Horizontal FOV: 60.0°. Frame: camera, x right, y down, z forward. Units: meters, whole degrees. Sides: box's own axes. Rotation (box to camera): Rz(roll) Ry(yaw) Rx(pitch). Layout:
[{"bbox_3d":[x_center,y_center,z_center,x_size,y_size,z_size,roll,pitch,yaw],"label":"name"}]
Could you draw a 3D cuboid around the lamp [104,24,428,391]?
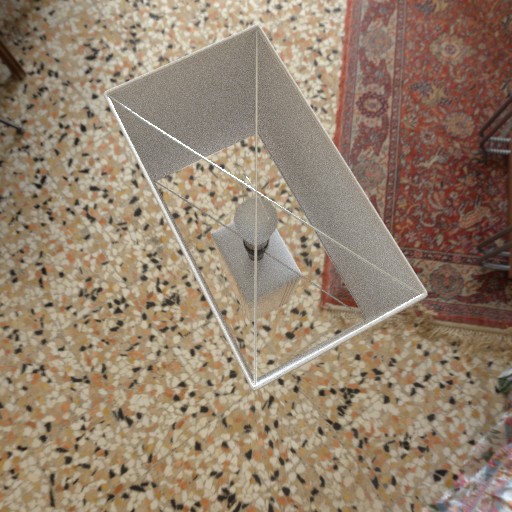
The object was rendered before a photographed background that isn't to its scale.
[{"bbox_3d":[0.000,0.000,0.692,0.182,0.543,0.334,-27,77,-7],"label":"lamp"}]
